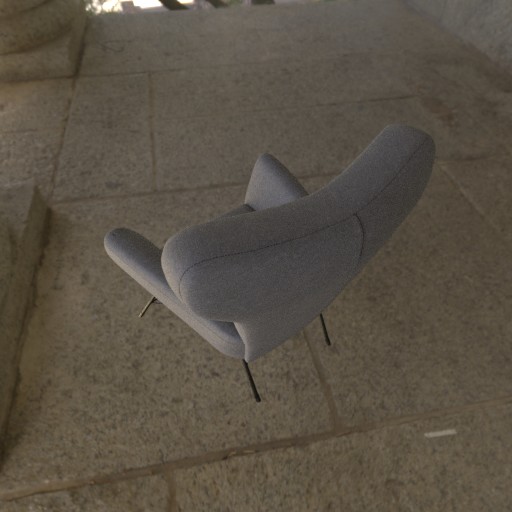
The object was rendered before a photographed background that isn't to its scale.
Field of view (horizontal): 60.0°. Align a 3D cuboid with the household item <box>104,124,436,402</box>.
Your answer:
[{"bbox_3d":[0.000,0.000,1.747,0.980,1.050,0.900,-31,54,-26],"label":"household item"}]
